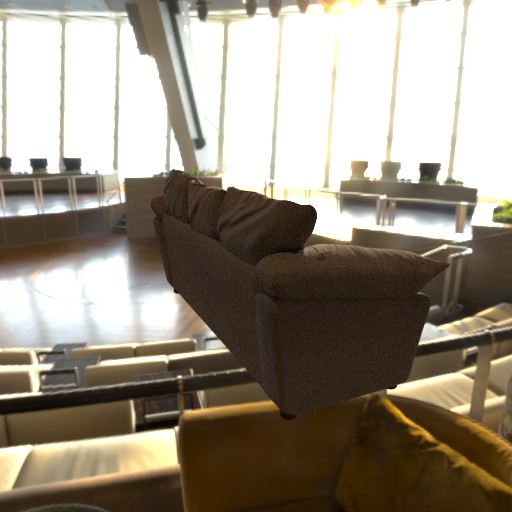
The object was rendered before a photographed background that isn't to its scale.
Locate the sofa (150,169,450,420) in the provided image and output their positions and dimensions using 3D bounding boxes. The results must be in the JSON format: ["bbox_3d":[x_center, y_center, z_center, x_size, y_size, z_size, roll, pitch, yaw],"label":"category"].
[{"bbox_3d":[0.000,0.000,2.948,0.927,1.043,2.390,-7,16,-24],"label":"sofa"}]
